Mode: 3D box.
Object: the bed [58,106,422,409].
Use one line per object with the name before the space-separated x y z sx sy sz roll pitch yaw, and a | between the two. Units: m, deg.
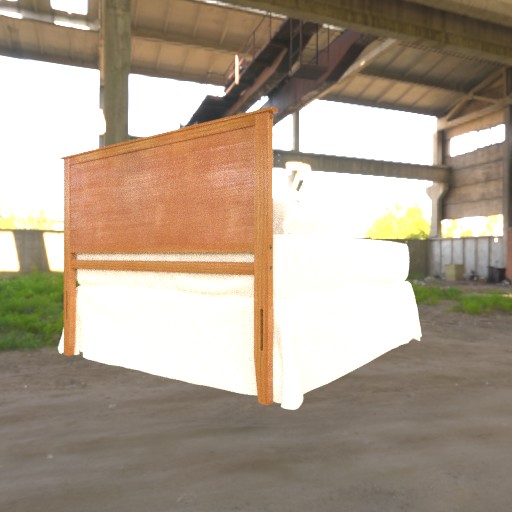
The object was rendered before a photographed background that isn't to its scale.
bed | 0.000 0.000 3.157 1.870 1.273 2.035 0 0 37
